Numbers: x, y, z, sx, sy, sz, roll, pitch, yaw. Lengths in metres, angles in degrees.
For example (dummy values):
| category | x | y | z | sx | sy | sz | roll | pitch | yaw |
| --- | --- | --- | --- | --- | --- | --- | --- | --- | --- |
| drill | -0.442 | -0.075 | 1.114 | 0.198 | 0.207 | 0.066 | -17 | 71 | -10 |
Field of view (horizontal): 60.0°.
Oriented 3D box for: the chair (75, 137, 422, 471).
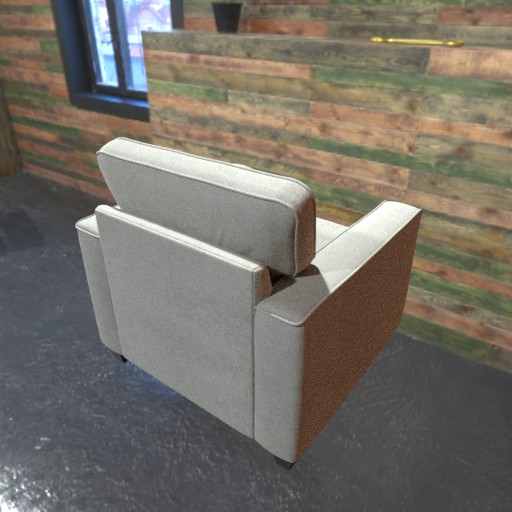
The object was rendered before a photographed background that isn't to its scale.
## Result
| category | x | y | z | sx | sy | sz | roll | pitch | yaw |
| --- | --- | --- | --- | --- | --- | --- | --- | --- | --- |
| chair | 0.000 | 0.000 | 1.777 | 1.015 | 0.965 | 0.939 | 20 | 35 | 31 |
